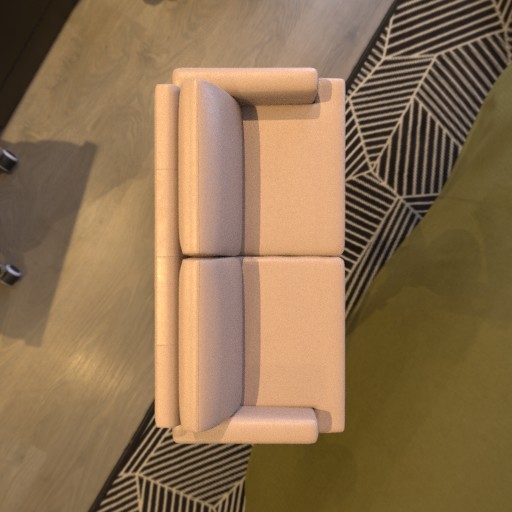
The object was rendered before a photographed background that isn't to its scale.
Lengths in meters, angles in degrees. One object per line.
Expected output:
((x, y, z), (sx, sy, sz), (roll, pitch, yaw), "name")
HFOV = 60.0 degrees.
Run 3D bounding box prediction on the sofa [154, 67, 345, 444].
((0.000, 0.000, 2.392), (0.974, 0.765, 1.940), (0, 90, 0), "sofa")
